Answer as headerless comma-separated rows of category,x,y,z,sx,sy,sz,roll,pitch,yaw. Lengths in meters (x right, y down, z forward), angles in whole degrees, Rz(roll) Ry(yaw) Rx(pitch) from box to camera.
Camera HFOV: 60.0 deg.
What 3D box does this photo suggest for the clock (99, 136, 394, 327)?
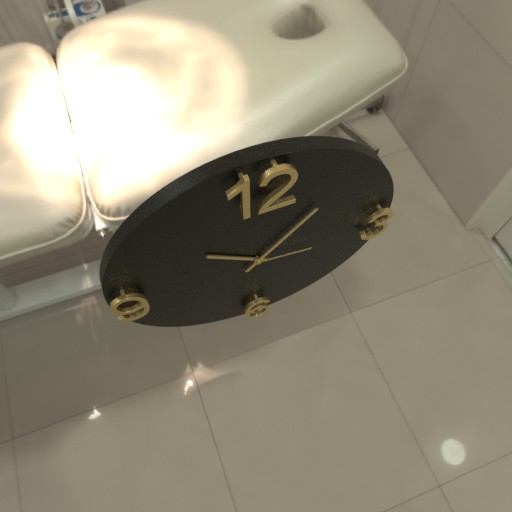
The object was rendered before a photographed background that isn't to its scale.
clock,0.000,0.000,0.678,0.454,0.454,0.038,-19,64,-10
